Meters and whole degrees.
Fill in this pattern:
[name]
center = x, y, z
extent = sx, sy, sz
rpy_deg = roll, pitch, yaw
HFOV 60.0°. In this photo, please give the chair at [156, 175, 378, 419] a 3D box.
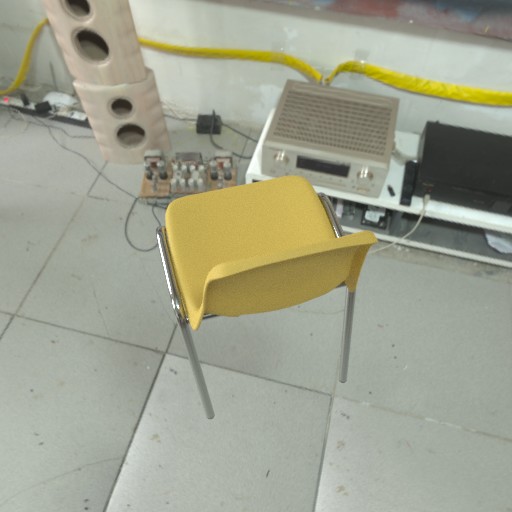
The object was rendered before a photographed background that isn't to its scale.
[chair]
center = 0.000, 0.000, 0.917
extent = 0.381, 0.653, 0.436
rpy_deg = -13, 58, -8
